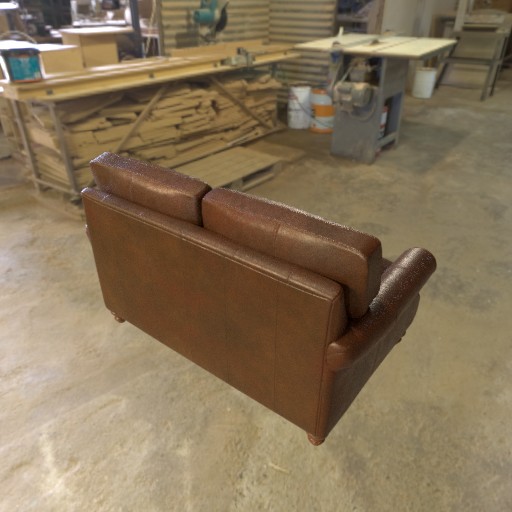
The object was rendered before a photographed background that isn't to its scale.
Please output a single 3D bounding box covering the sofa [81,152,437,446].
[{"bbox_3d":[0.000,0.000,2.285,1.616,0.976,0.990,22,37,32],"label":"sofa"}]
